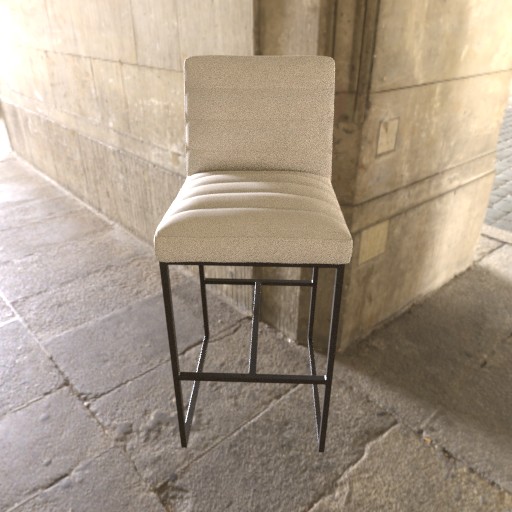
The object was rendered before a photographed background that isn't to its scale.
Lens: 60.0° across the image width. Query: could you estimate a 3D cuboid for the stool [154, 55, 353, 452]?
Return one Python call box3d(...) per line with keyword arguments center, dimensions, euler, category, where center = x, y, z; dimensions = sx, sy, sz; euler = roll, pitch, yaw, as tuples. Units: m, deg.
box3d(center=(0.000, 0.000, 1.329), dimensions=(0.464, 1.061, 0.573), euler=(1, 29, 2), category="stool")
